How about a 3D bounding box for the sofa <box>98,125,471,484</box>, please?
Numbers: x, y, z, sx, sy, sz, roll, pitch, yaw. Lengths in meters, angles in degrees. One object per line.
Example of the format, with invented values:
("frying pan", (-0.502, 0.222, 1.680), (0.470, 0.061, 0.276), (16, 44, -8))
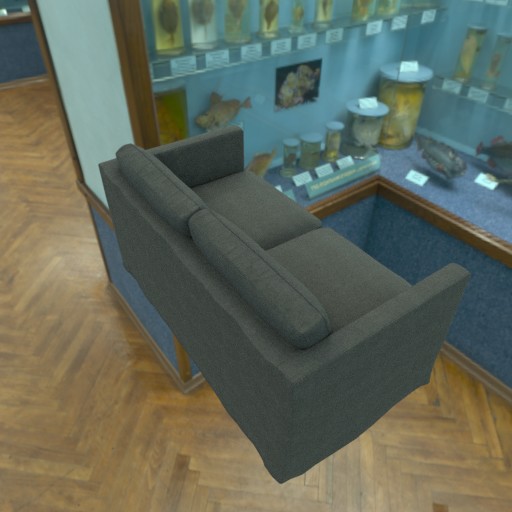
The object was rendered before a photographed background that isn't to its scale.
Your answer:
("sofa", (0.000, 0.000, 2.331), (0.974, 0.854, 1.802), (-24, 45, -26))
